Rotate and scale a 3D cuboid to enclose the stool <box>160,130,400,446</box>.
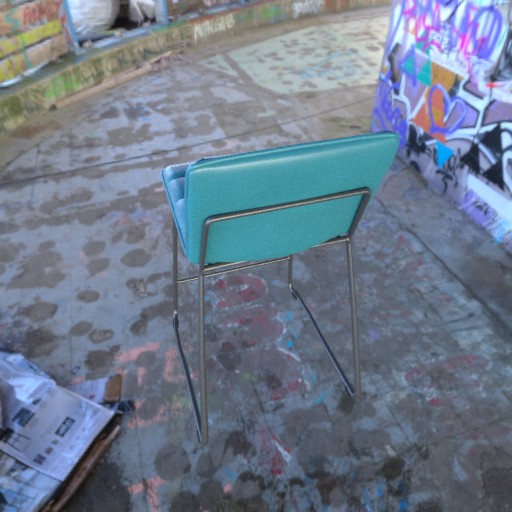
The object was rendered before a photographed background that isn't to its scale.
[{"bbox_3d":[0.000,0.000,1.184,0.489,0.866,0.524,-12,42,-14],"label":"stool"}]
